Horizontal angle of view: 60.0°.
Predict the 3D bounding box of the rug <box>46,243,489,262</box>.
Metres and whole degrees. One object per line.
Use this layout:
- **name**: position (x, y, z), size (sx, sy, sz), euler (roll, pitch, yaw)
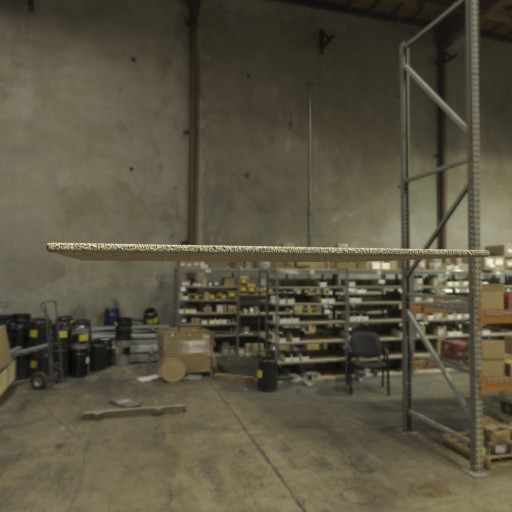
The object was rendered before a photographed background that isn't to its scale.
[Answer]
- **rug**: position (0.000, 0.000, 2.263), size (1.778, 0.030, 1.219), euler (1, -2, -17)
